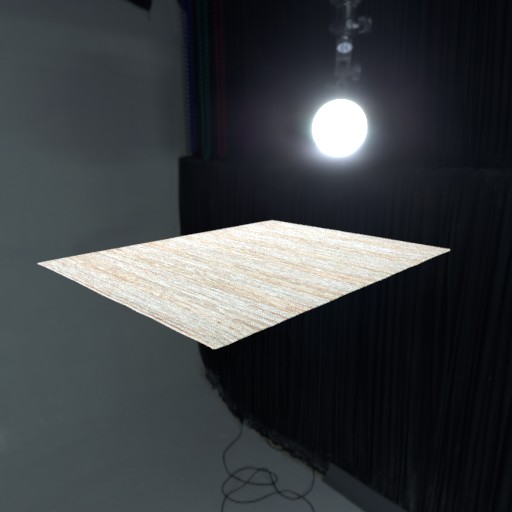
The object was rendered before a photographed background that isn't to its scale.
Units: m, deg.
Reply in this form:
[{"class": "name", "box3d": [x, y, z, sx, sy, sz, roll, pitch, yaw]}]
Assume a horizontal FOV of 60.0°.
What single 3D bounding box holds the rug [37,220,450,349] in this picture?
[{"class": "rug", "box3d": [0.000, 0.000, 3.968, 2.313, 0.009, 2.939, 14, 20, 43]}]
